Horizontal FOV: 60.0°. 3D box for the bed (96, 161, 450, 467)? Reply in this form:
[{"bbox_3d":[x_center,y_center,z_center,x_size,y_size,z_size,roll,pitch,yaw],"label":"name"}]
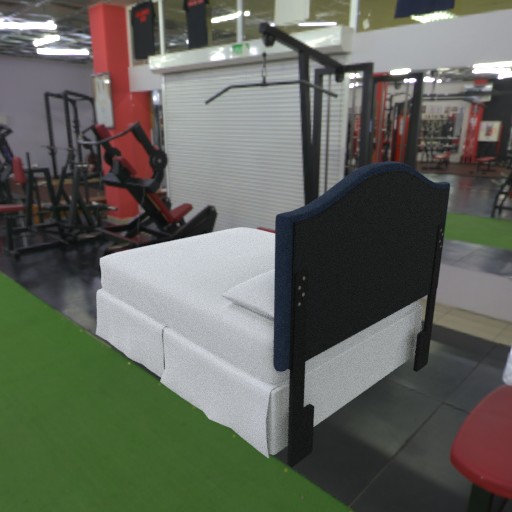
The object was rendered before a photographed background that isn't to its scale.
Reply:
[{"bbox_3d":[0.000,0.000,3.339,1.725,1.518,2.153,-15,23,-41],"label":"bed"}]
